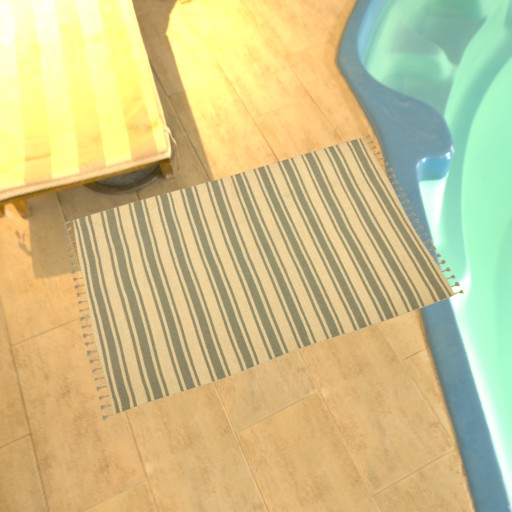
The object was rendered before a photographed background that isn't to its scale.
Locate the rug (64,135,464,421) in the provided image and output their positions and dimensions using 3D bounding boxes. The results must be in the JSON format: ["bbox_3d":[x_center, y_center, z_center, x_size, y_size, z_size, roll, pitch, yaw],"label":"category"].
[{"bbox_3d":[0.000,0.000,2.604,2.084,0.009,1.222,-17,65,-8],"label":"rug"}]
